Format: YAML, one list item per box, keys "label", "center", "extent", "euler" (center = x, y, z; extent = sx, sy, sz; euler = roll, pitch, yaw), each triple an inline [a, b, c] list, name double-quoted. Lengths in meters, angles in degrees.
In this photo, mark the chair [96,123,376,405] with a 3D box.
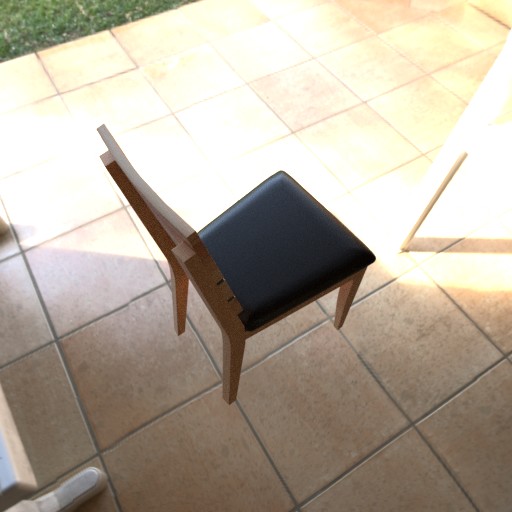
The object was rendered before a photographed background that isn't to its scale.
- label: "chair"
  center: [0.000, 0.000, 1.193]
  extent: [0.520, 0.940, 0.410]
  euler: [-33, 63, -19]
